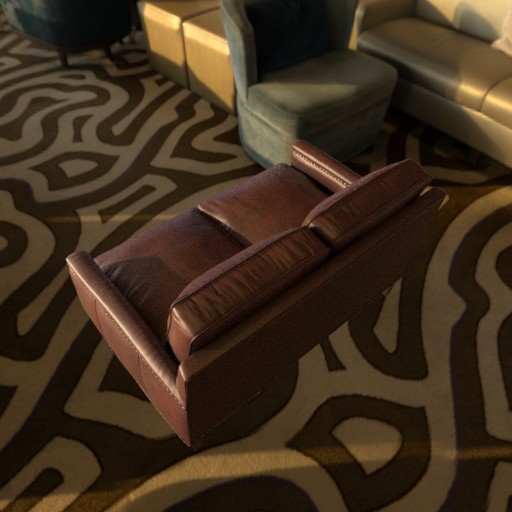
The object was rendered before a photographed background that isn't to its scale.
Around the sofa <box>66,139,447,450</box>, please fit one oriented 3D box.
[{"bbox_3d":[0.000,0.000,2.302,1.628,1.003,1.083,-32,55,-26],"label":"sofa"}]
